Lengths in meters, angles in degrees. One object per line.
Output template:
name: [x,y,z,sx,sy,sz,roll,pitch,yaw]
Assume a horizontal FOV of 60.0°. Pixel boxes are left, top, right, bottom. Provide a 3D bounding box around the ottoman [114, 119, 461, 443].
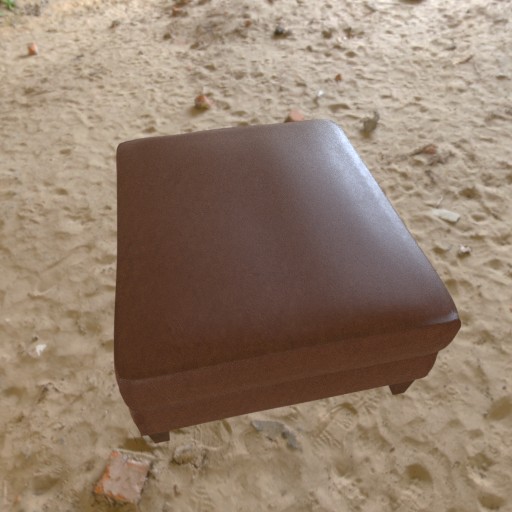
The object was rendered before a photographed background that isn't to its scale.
ottoman: [0.000,0.000,1.450,0.836,0.472,0.987,-9,47,-8]
